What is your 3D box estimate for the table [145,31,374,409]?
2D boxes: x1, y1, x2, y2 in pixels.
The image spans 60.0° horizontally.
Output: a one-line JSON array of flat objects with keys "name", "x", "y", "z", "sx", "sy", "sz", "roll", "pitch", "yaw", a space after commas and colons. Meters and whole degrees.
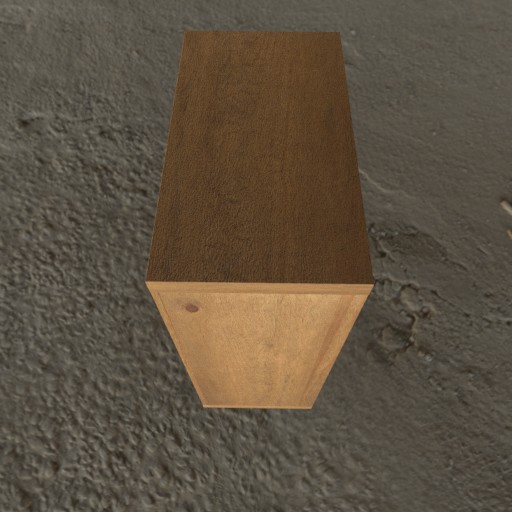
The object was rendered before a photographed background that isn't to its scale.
[{"name": "table", "x": 0.000, "y": 0.000, "z": 1.742, "sx": 0.524, "sy": 1.294, "sz": 0.901, "roll": 1, "pitch": 59, "yaw": 0}]
